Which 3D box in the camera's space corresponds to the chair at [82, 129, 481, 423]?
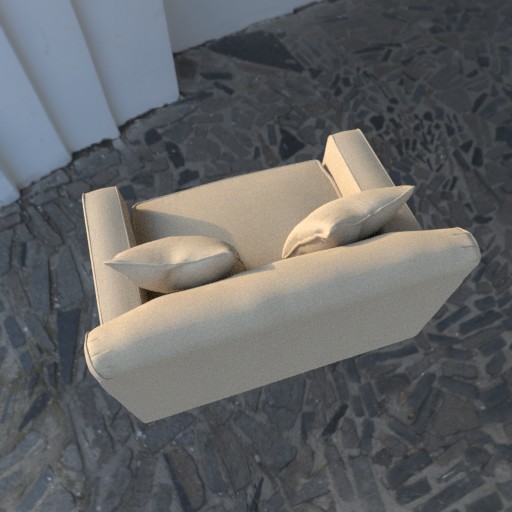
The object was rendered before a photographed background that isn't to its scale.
[{"bbox_3d":[0.000,0.000,2.023,1.383,0.948,1.000,-15,60,-9],"label":"chair"}]
